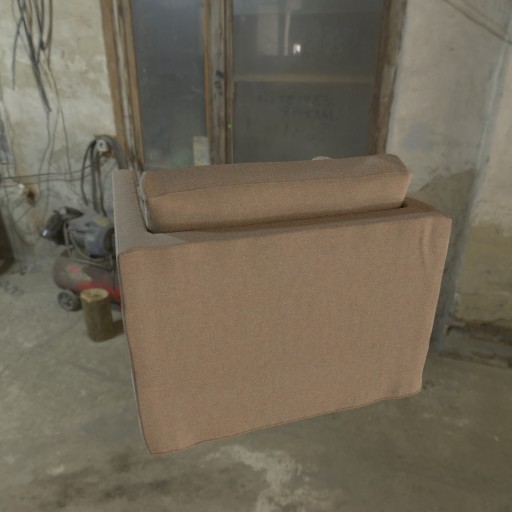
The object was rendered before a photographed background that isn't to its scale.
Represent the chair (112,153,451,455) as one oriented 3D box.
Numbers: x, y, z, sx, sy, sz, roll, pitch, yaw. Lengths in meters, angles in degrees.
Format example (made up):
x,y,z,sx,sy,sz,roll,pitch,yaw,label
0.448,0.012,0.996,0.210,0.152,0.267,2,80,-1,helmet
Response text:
x,y,z,sx,sy,sz,roll,pitch,yaw,label
0.000,0.000,1.757,1.057,0.863,0.949,-7,25,-16,chair
